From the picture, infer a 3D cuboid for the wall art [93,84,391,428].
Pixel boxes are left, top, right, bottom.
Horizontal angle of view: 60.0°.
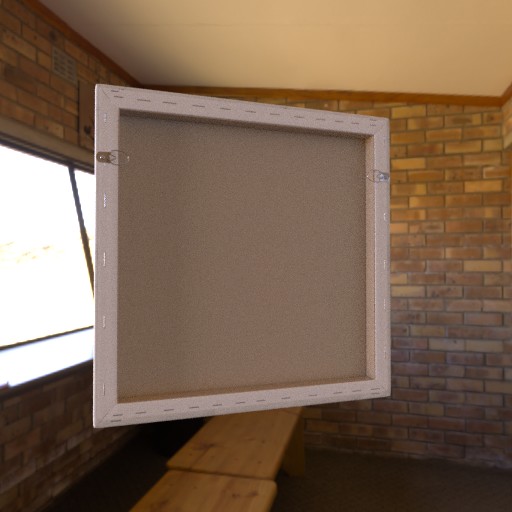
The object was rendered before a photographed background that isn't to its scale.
[{"bbox_3d":[0.000,0.000,0.891,0.610,0.611,0.040,0,-1,-18],"label":"wall art"}]
